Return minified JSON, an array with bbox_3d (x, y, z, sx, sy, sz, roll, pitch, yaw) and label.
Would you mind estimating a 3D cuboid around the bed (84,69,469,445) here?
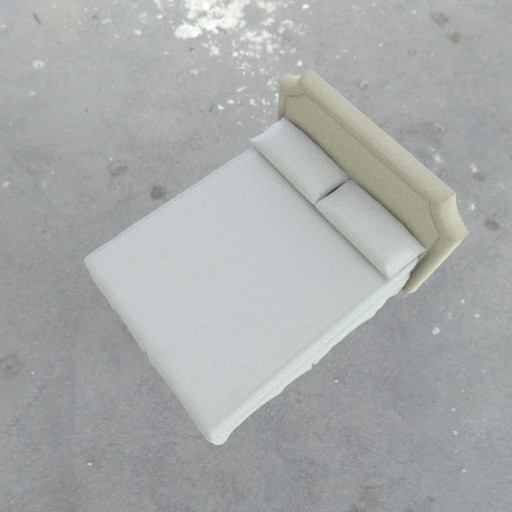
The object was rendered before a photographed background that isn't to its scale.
[{"bbox_3d":[0.000,0.000,3.300,2.164,1.297,1.828,-37,71,-15],"label":"bed"}]
